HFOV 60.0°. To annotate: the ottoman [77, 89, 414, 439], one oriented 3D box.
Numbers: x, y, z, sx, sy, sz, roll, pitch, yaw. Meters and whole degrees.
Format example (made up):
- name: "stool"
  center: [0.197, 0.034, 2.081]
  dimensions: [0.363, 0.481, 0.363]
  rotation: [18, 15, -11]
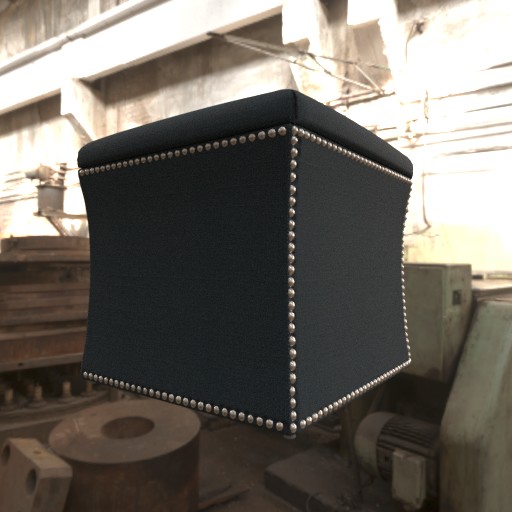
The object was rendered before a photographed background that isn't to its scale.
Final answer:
- name: "ottoman"
  center: [0.000, 0.000, 0.879]
  dimensions: [0.497, 0.475, 0.507]
  rotation: [0, -1, 36]
